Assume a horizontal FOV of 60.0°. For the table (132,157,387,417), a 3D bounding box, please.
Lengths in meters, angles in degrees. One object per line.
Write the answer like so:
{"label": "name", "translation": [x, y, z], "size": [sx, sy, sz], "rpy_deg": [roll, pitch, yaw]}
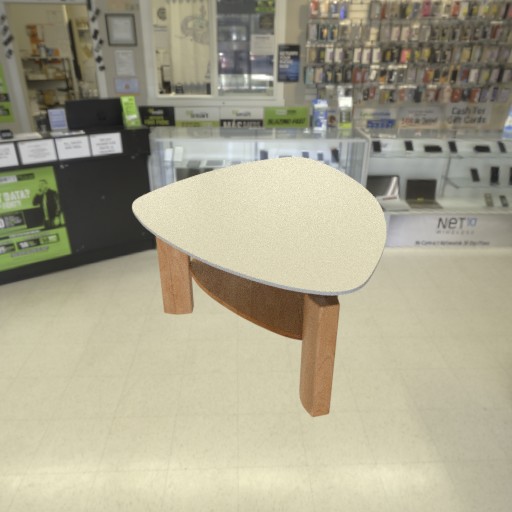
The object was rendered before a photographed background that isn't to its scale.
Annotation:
{"label": "table", "translation": [0.000, 0.000, 1.655], "size": [0.850, 0.440, 1.250], "rpy_deg": [0, 26, 0]}
